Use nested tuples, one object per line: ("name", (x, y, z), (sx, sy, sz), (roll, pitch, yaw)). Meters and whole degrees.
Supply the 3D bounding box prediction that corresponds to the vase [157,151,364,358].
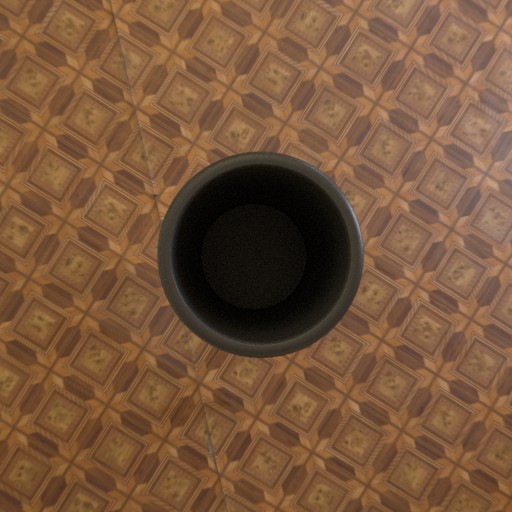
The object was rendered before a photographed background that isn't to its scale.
("vase", (0.000, 0.000, 0.367), (0.136, 0.289, 0.136), (0, 90, -1))
